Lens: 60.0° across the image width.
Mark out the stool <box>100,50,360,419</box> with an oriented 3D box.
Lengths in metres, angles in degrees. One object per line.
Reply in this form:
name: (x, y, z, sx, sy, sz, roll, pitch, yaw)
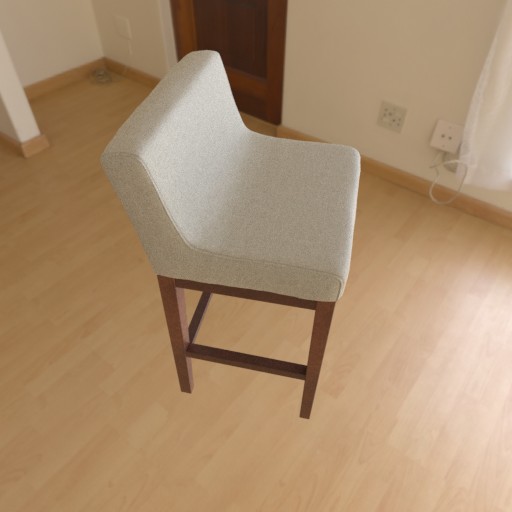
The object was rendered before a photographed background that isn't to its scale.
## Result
stool: (0.000, 0.000, 1.261, 0.500, 0.937, 0.511, 9, 46, 9)
